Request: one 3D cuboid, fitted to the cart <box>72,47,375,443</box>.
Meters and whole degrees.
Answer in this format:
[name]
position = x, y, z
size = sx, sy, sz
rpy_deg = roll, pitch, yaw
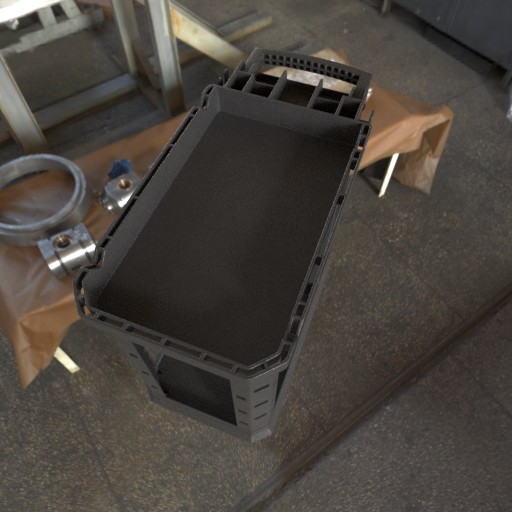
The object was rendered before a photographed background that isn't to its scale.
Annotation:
[cart]
position = 0.000, 0.000, 1.517
size = 0.497, 0.884, 1.061
rpy_deg = 18, 59, 11
